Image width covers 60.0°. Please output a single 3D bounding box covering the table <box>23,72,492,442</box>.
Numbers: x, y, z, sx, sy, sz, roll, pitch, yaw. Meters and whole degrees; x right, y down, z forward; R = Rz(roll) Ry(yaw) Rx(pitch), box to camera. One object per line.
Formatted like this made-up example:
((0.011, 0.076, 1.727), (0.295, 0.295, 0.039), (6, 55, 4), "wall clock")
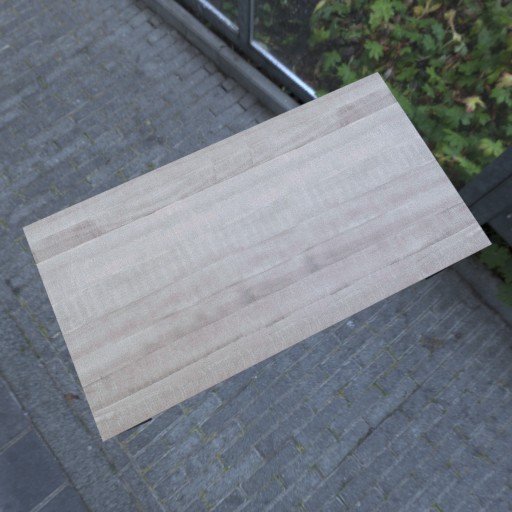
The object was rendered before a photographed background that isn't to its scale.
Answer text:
((0.000, 0.000, 1.328), (1.062, 0.393, 0.574), (-26, 76, -7), "table")
